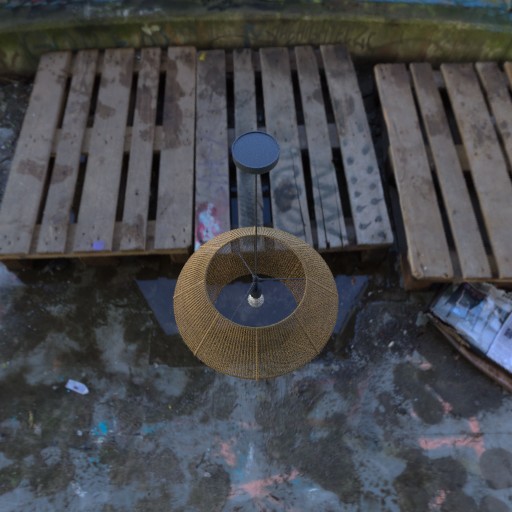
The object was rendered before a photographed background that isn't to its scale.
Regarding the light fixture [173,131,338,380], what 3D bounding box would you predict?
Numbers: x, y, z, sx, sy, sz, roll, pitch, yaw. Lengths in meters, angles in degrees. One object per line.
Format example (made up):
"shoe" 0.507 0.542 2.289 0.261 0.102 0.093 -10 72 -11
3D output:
"light fixture" 0.000 0.000 1.427 0.643 1.009 0.643 0 62 0
